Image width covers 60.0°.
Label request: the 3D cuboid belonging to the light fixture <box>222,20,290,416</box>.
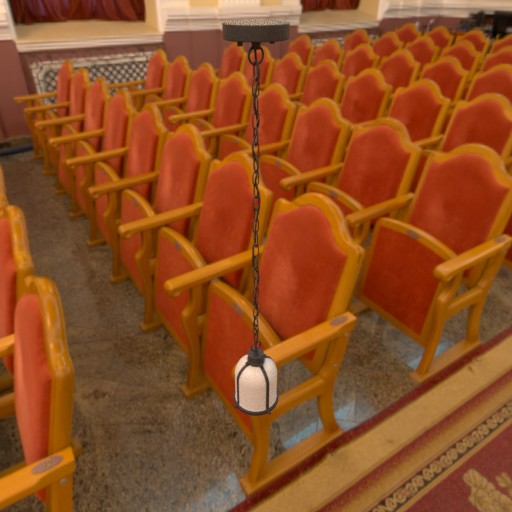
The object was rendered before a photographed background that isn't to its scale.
[{"bbox_3d":[0.000,0.000,1.264,0.178,1.181,0.178,-19,36,-27],"label":"light fixture"}]
